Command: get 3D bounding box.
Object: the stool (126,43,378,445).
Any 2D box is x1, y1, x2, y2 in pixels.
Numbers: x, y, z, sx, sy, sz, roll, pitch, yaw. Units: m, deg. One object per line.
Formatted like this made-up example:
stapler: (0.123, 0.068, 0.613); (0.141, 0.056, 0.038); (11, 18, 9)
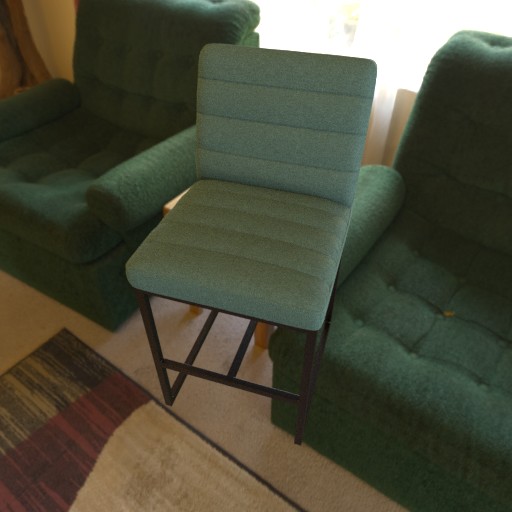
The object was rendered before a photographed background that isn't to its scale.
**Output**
stool: (0.000, 0.000, 1.221); (0.460, 0.940, 0.560); (12, 43, 13)
